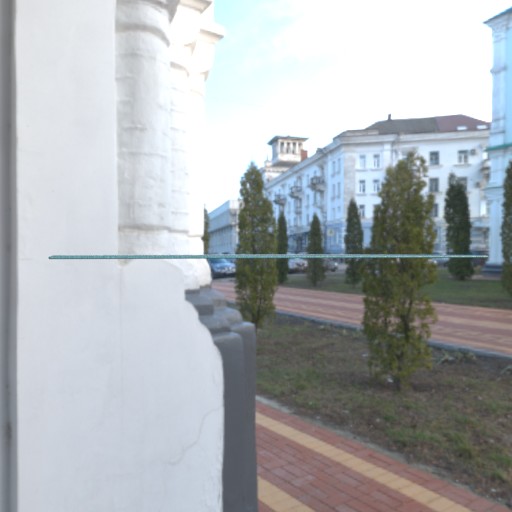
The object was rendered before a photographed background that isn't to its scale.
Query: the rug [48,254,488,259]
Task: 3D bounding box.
[{"bbox_3d":[0.000,0.000,3.473,2.769,0.018,1.830,0,0,-19],"label":"rug"}]
